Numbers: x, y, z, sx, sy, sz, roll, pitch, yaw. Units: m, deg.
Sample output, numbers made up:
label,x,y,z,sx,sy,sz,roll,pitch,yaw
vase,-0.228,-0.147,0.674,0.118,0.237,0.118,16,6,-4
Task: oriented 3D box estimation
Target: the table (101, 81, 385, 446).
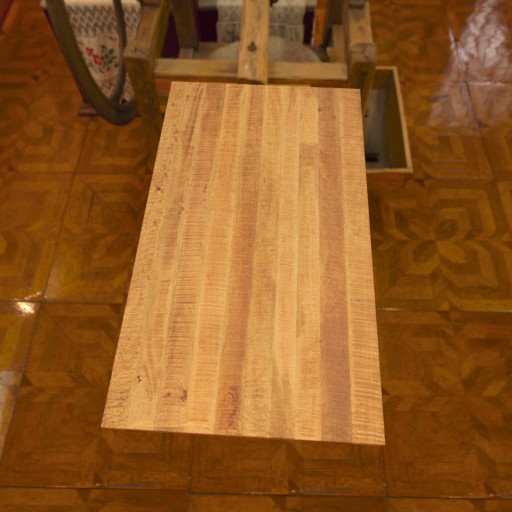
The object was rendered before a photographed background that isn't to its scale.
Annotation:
label,x,y,z,sx,sy,sz,roll,pitch,yaw
table,0.000,0.000,1.686,0.760,0.455,1.320,3,63,2
